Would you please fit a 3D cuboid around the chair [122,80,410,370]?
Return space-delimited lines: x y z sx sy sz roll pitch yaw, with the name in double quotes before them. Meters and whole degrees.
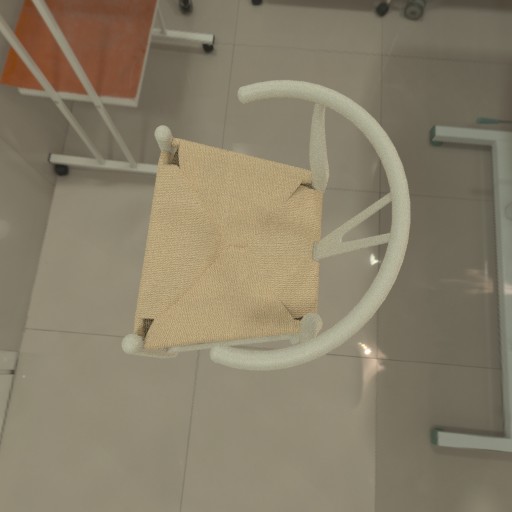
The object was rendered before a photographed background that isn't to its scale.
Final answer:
"chair" 0.000 0.000 1.064 0.500 0.736 0.533 5 75 1
